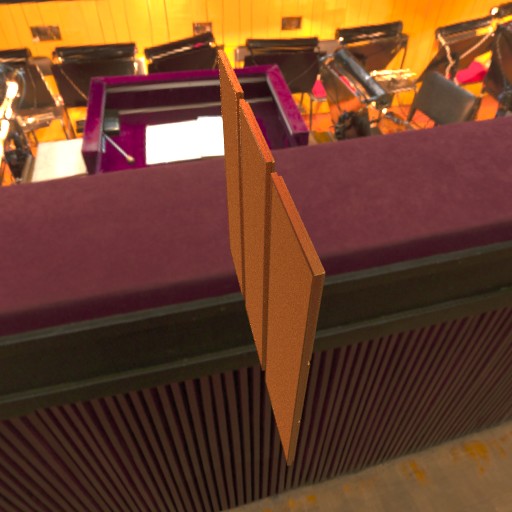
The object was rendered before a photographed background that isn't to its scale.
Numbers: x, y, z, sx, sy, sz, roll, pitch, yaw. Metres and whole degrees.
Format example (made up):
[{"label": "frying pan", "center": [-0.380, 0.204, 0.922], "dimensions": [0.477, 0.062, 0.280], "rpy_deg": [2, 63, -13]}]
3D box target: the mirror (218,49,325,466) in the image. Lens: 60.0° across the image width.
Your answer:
[{"label": "mirror", "center": [0.000, 0.000, 1.443], "dimensions": [0.023, 0.926, 1.011], "rpy_deg": [-9, 47, -9]}]
